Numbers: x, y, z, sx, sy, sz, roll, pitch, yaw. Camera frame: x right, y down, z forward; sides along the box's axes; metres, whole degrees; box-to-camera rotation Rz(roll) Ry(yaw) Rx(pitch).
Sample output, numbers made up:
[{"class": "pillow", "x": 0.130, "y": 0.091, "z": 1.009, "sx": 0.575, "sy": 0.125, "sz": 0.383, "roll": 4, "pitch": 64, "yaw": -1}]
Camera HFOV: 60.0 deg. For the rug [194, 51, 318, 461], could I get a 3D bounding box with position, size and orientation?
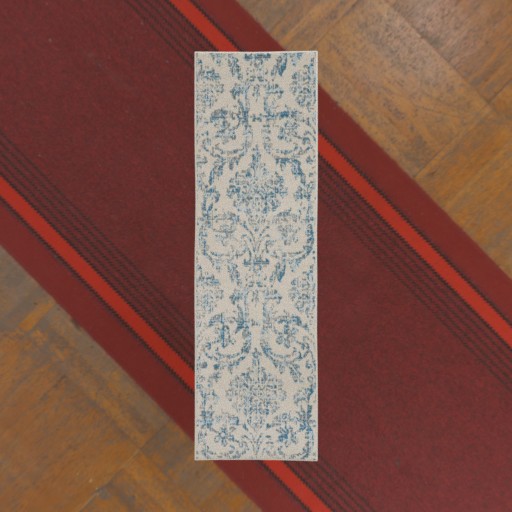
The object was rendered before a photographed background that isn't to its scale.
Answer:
[{"class": "rug", "x": 0.000, "y": 0.000, "z": 2.377, "sx": 0.662, "sy": 0.011, "sz": 2.196, "roll": 0, "pitch": 90, "yaw": 1}]
